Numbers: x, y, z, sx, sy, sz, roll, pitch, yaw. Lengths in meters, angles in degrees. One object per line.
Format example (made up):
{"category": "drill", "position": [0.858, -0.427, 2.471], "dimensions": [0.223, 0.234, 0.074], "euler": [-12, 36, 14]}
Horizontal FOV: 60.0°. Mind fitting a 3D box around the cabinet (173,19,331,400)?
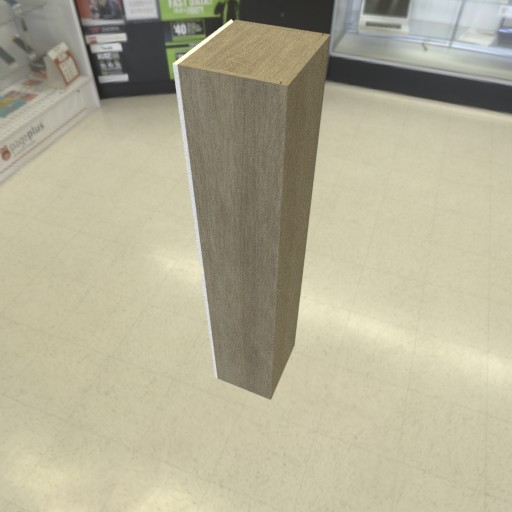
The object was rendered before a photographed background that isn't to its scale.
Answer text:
{"category": "cabinet", "position": [0.000, 0.000, 1.538], "dimensions": [0.270, 1.400, 0.300], "euler": [17, 49, 16]}
